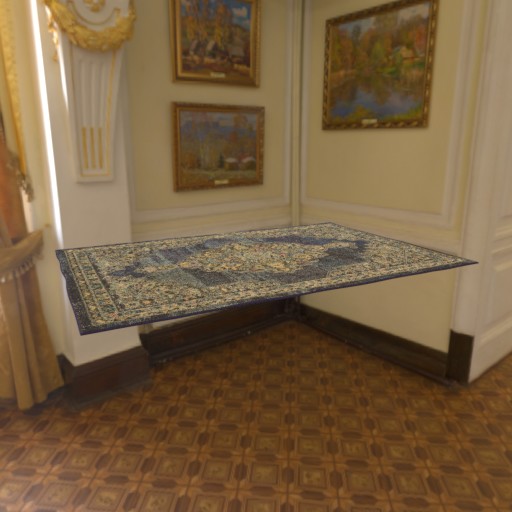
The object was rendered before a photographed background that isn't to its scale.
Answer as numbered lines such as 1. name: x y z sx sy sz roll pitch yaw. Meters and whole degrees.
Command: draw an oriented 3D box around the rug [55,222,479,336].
1. rug: 0.000 0.000 2.218 1.781 0.012 1.184 -7 16 -26
